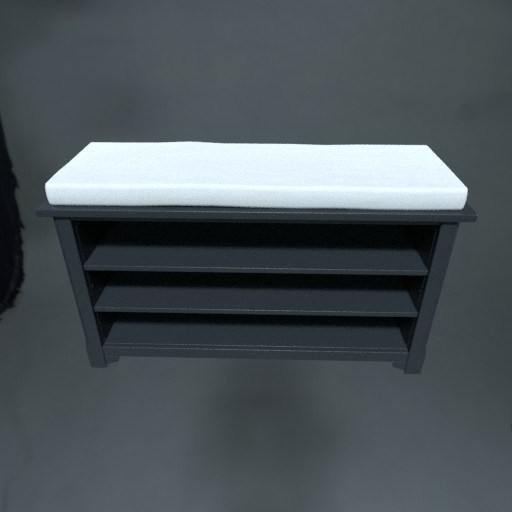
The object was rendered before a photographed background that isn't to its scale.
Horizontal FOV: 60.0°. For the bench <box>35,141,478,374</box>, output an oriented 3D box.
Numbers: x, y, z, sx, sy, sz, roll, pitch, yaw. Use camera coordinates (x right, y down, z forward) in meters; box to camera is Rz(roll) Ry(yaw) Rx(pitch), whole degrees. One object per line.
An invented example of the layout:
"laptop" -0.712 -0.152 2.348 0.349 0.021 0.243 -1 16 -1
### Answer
"bench" 0.000 0.000 1.235 0.973 0.561 0.345 1 32 1
